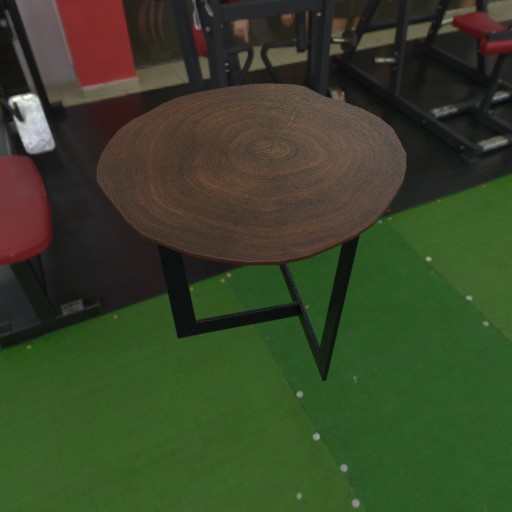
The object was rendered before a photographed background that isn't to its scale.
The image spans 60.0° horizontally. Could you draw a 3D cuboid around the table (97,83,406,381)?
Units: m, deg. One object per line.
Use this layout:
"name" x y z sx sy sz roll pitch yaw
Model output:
"table" 0.000 0.000 0.879 0.494 0.476 0.477 -17 48 -16
